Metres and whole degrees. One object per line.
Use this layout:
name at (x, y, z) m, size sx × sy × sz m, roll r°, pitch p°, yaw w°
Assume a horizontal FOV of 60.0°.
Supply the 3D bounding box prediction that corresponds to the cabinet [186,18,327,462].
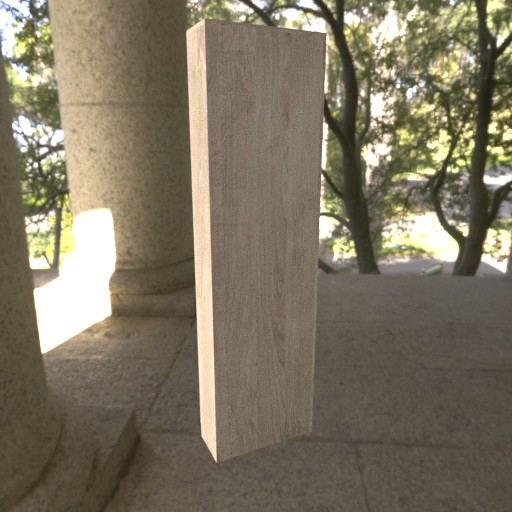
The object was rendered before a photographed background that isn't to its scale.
cabinet at (0.000, 0.000, 1.947) m, size 0.500 × 1.790 × 0.230 m, roll -7°, pitch 16°, yaw -25°
